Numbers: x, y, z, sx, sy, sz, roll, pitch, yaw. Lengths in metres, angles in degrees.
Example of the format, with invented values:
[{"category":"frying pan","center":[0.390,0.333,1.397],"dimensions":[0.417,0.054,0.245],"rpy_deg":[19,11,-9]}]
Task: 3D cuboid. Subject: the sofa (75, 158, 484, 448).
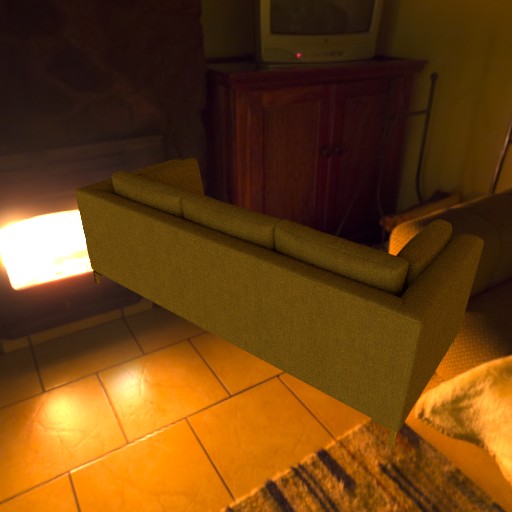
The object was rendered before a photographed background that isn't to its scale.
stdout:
[{"category":"sofa","center":[0.000,0.000,2.867],"dimensions":[2.415,0.867,0.969],"rpy_deg":[21,35,33]}]
